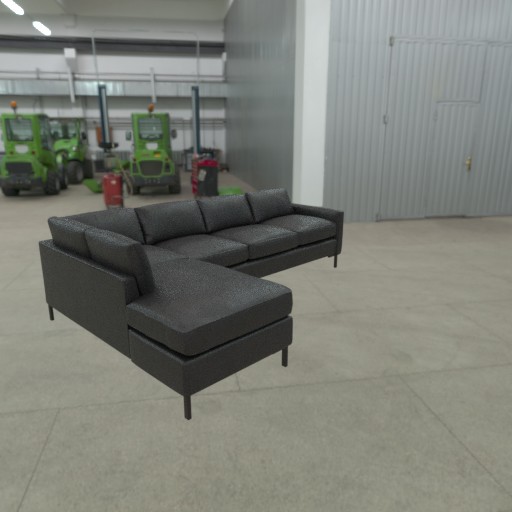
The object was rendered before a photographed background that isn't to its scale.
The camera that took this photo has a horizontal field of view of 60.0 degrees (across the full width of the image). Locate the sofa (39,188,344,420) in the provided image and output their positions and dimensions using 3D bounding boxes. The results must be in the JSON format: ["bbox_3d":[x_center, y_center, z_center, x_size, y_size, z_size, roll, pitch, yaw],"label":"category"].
[{"bbox_3d":[0.000,0.000,3.869,1.938,0.877,2.984,15,21,42],"label":"sofa"}]
